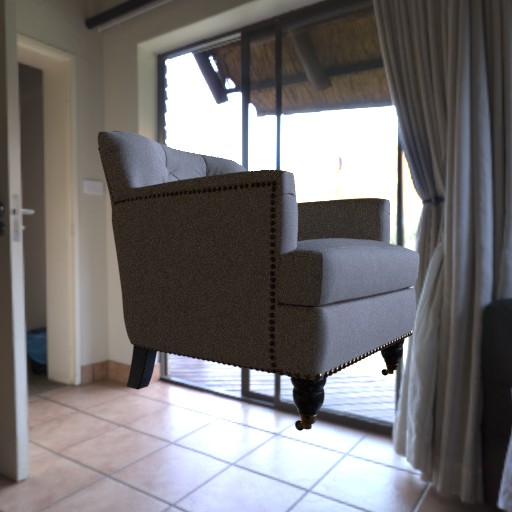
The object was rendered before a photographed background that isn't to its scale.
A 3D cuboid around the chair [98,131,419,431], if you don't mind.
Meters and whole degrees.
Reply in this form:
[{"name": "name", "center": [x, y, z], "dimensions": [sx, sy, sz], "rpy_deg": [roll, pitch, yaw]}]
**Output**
[{"name": "chair", "center": [0.000, 0.000, 1.481], "dimensions": [0.902, 0.823, 0.737], "rpy_deg": [0, 1, 36]}]
